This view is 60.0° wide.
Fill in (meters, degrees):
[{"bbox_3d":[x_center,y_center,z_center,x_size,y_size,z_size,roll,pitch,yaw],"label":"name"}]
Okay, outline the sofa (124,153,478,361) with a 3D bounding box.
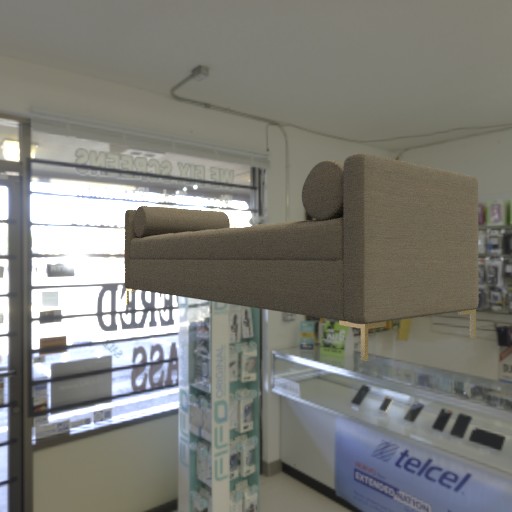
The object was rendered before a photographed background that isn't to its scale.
[{"bbox_3d":[0.000,0.000,2.301,0.686,0.635,1.981,0,0,-37],"label":"sofa"}]
